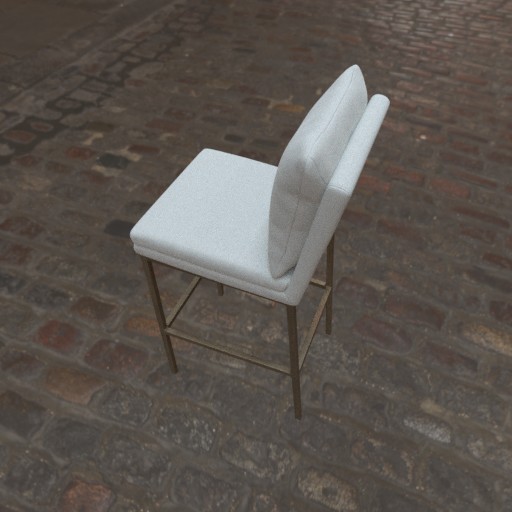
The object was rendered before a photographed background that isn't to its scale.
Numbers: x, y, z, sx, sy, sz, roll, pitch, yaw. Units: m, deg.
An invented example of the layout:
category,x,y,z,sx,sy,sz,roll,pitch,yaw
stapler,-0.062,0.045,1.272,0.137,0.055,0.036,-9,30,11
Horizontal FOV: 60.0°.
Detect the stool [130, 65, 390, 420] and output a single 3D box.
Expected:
category,x,y,z,sx,sy,sz,roll,pitch,yaw
stool,0.000,0.000,1.425,0.572,1.125,0.463,17,49,15
